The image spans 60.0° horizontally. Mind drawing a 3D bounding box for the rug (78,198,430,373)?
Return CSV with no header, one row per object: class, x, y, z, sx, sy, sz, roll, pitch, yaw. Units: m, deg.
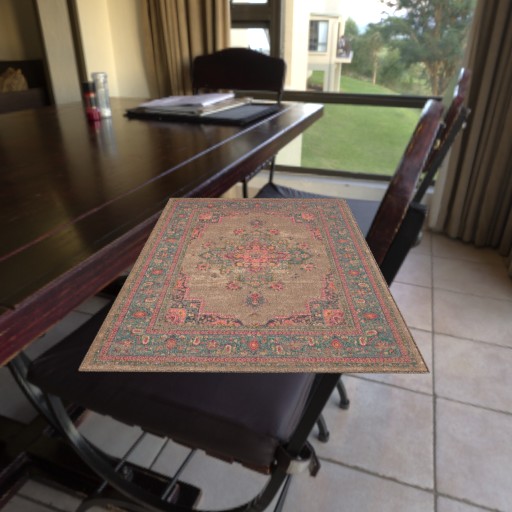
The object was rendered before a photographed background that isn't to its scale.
rug,0.000,0.000,3.799,2.005,0.013,2.890,0,27,0
